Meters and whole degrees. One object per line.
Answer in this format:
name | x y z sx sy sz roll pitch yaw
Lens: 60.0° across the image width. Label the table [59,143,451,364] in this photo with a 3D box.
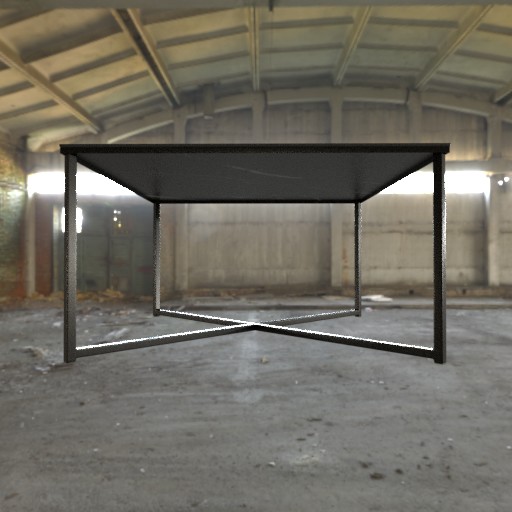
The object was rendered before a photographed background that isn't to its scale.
table | 0.000 0.000 1.301 0.800 0.450 0.800 0 -1 1
